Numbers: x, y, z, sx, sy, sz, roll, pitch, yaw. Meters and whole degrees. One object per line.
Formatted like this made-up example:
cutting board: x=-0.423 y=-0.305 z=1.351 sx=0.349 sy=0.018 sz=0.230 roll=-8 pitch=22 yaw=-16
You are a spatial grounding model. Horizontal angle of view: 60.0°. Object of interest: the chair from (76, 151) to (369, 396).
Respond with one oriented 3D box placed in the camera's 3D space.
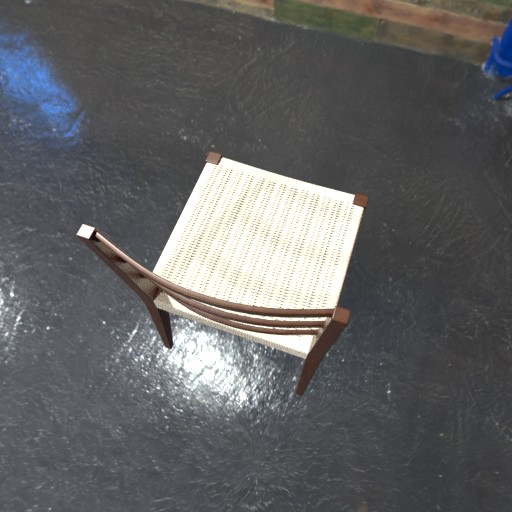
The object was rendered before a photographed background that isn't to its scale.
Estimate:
chair: x=0.000 y=0.000 z=1.168 sx=0.480 sy=0.813 sz=0.551 roll=18 pitch=66 yaw=8
